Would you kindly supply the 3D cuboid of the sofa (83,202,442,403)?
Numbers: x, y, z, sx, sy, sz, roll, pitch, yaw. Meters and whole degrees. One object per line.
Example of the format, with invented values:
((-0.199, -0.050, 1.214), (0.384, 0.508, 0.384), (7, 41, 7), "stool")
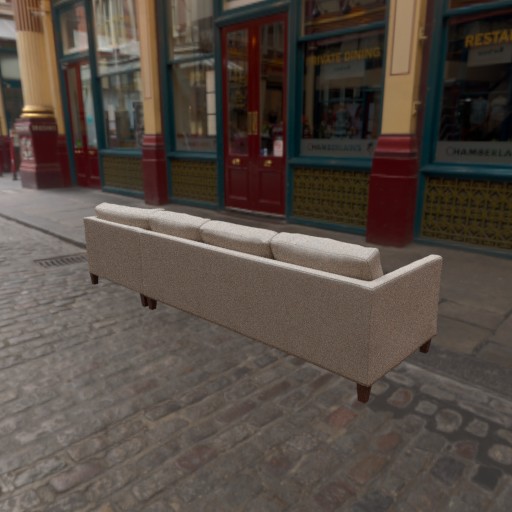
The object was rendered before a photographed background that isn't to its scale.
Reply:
((0.000, 0.000, 3.935), (3.186, 0.846, 1.625), (13, 19, 42), "sofa")
